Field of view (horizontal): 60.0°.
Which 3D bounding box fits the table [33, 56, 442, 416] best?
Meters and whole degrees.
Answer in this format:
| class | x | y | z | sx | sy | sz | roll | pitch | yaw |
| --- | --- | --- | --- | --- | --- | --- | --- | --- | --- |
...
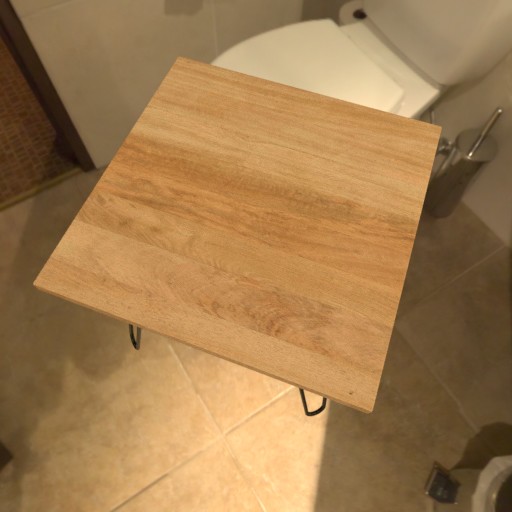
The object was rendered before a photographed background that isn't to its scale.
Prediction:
| class | x | y | z | sx | sy | sz | roll | pitch | yaw |
| --- | --- | --- | --- | --- | --- | --- | --- | --- | --- |
| table | 0.000 | 0.000 | 1.063 | 0.599 | 0.500 | 0.599 | 19 | 65 | 9 |
